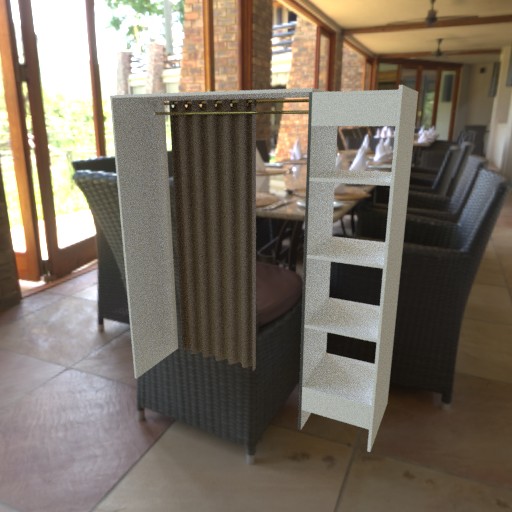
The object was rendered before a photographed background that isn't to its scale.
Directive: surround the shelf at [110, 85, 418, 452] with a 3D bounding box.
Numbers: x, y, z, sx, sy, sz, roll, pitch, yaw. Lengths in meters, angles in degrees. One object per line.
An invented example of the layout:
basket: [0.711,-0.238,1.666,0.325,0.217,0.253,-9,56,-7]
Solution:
shelf: [0.000,0.000,2.638,1.600,1.820,0.500,8,19,25]
